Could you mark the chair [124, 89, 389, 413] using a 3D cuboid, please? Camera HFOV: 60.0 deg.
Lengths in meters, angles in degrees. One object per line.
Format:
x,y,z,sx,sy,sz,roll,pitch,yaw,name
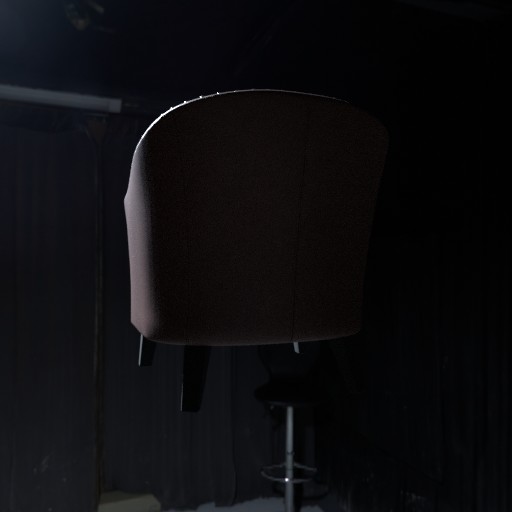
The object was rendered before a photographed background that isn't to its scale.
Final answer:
0.000,0.000,1.450,0.794,0.823,0.748,0,0,-20,chair
